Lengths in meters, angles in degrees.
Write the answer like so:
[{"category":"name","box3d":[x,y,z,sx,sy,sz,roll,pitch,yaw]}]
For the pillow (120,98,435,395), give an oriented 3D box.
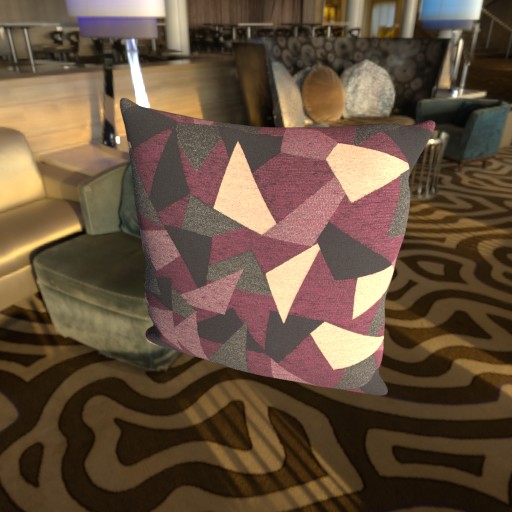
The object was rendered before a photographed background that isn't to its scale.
[{"category":"pillow","box3d":[0.000,0.000,0.765,0.503,0.496,0.208,9,29,16]}]
